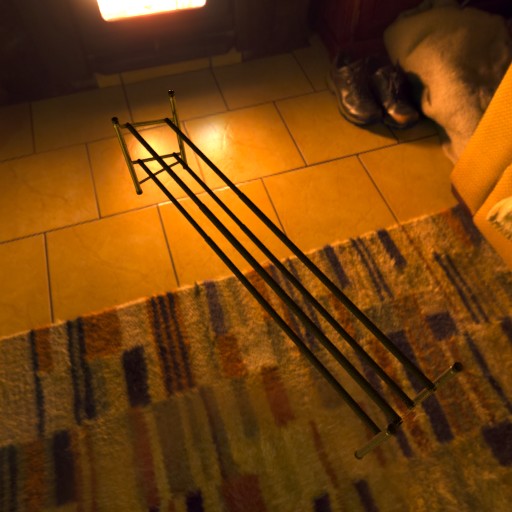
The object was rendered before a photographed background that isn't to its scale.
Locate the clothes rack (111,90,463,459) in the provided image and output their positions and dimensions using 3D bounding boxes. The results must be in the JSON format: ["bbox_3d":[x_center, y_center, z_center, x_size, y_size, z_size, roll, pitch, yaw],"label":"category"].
[{"bbox_3d":[0.000,0.000,1.301,0.229,0.349,1.168,-34,64,-19],"label":"clothes rack"}]
